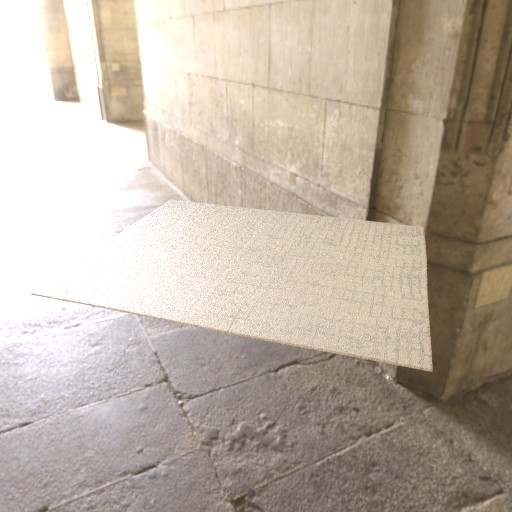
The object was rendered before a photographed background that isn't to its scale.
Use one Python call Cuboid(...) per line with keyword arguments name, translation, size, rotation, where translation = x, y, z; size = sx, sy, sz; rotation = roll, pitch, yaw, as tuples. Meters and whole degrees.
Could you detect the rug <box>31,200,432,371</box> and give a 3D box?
Cuboid(name="rug", translation=(0.000, 0.000, 4.182), size=(3.061, 0.014, 2.447), rotation=(8, 27, 16))
